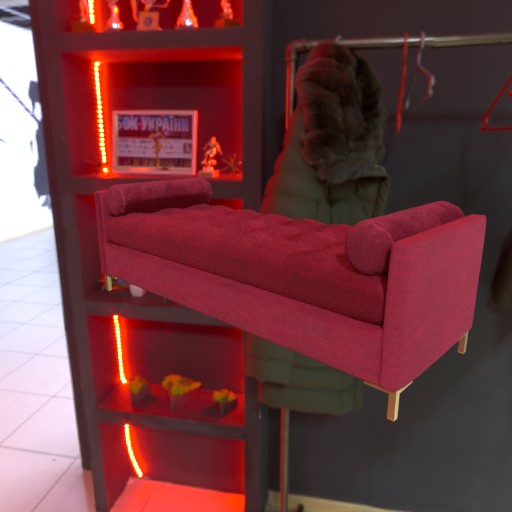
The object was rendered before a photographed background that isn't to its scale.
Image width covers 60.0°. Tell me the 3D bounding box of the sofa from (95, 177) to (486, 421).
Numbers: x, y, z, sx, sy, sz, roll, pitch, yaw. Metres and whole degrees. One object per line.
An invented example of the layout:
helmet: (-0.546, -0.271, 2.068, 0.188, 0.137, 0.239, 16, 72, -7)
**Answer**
sofa: (0.000, 0.000, 2.437, 2.102, 0.705, 0.796, 14, 20, 42)
